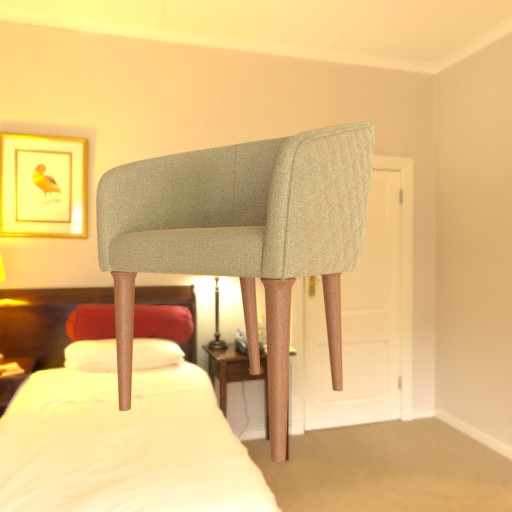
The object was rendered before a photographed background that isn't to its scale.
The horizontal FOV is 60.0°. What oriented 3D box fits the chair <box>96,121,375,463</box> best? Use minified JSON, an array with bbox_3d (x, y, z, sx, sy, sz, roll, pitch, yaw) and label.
[{"bbox_3d":[0.000,0.000,1.196,0.584,0.775,0.616,1,1,36],"label":"chair"}]
